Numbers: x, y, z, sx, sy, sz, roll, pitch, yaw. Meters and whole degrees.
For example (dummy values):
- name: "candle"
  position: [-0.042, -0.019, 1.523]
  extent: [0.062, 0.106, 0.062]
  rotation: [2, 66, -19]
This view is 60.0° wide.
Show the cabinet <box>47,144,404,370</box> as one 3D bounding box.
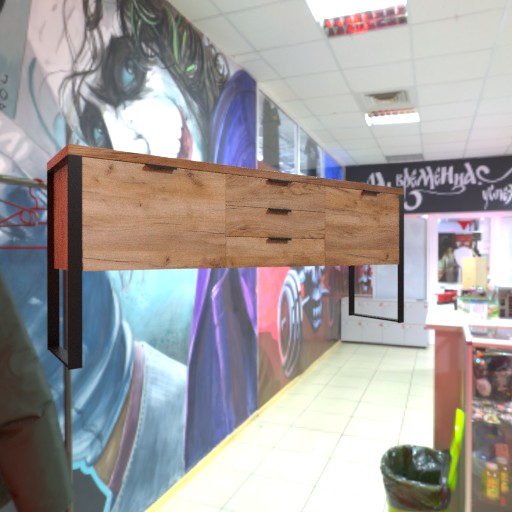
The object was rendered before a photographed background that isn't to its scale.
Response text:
- name: "cabinet"
  position: [0.000, 0.000, 2.159]
  extent: [1.800, 0.762, 0.395]
  rotation: [0, 0, -35]
